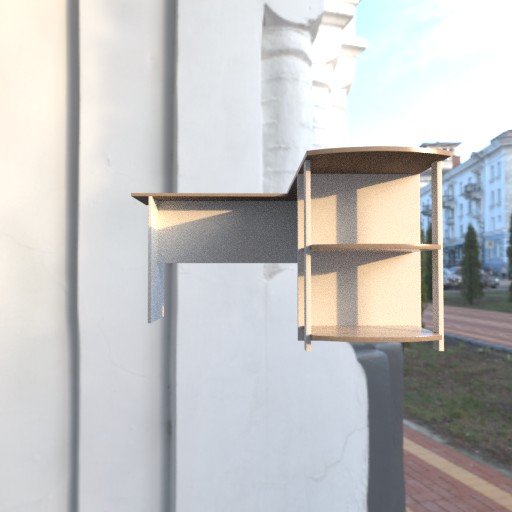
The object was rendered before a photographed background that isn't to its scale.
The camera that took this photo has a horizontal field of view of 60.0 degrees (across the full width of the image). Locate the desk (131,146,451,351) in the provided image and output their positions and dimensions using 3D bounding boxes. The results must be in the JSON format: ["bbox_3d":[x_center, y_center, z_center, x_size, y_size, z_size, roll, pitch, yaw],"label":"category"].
[{"bbox_3d":[0.000,0.000,2.129,1.361,0.716,1.303,0,-2,-1],"label":"desk"}]
